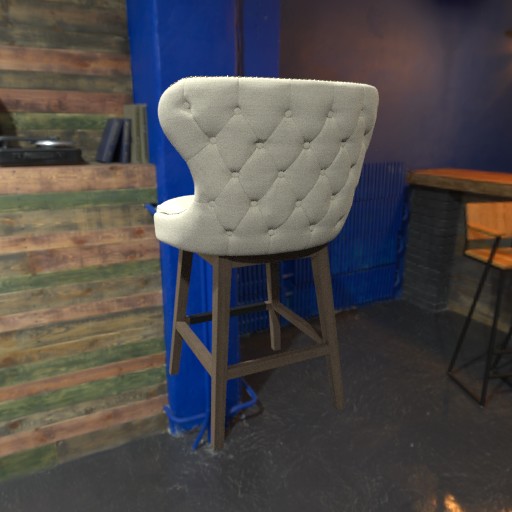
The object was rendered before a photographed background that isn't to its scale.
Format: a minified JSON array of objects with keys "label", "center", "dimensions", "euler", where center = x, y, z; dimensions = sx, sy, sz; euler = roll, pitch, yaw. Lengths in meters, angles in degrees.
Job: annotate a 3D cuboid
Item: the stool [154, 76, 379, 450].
[{"label":"stool","center":[0.000,0.000,1.362],"dimensions":[0.615,0.972,0.597],"euler":[-8,18,-25]}]
